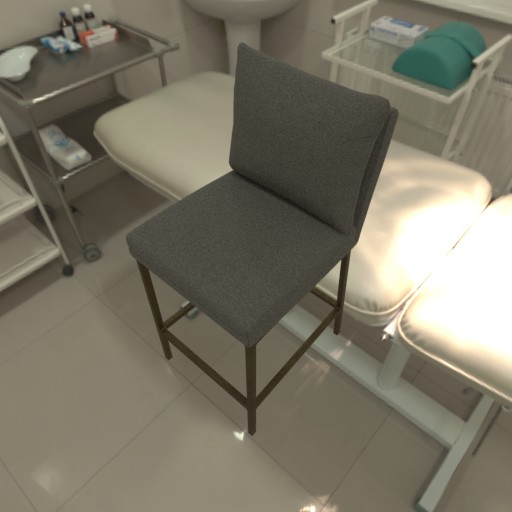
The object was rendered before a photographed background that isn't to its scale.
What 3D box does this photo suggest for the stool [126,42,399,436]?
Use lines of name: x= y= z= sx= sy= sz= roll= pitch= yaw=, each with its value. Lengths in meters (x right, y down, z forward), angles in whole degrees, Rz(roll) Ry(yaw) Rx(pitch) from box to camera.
stool: x=0.000 y=0.000 z=1.337 sx=0.463 sy=1.030 sz=0.569 roll=33 pitch=56 yaw=27
